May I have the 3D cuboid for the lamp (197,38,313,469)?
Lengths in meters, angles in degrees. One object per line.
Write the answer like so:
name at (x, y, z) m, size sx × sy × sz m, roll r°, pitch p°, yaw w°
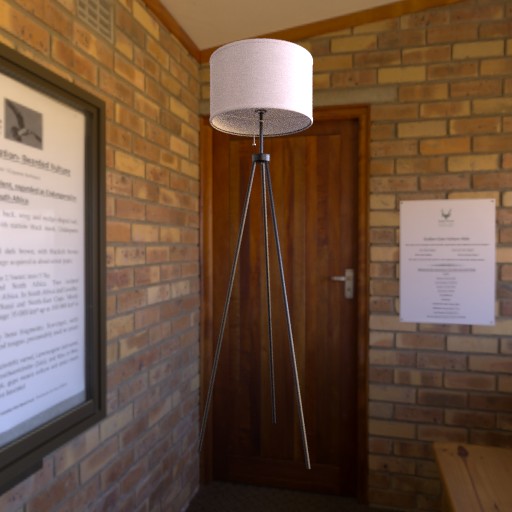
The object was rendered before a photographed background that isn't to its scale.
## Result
lamp at (0.000, 0.000, 1.768) m, size 0.458 × 1.545 × 0.448 m, roll 0°, pitch 1°, yaw -18°
